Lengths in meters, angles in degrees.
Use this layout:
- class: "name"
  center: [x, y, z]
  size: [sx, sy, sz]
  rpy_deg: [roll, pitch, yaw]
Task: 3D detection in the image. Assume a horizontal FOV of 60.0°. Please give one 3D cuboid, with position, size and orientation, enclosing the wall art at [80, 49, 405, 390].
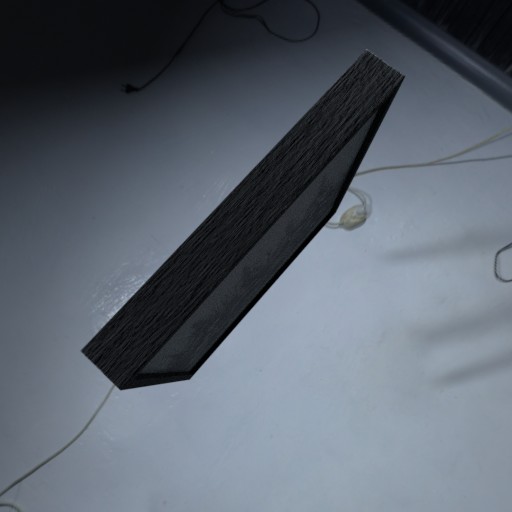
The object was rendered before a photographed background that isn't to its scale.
- class: "wall art"
  center: [0.000, 0.000, 0.461]
  size: [0.037, 0.305, 0.305]
  rpy_deg: [40, 79, 9]
